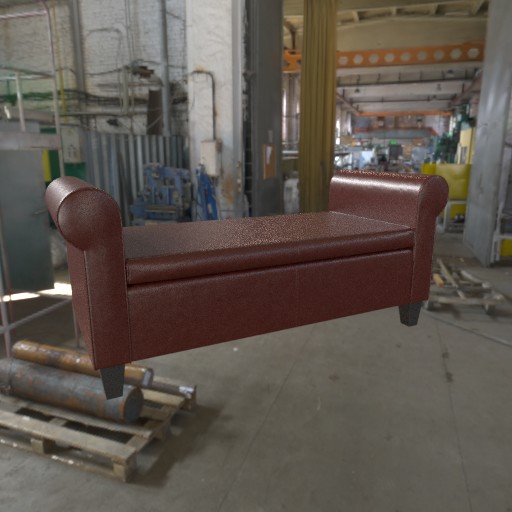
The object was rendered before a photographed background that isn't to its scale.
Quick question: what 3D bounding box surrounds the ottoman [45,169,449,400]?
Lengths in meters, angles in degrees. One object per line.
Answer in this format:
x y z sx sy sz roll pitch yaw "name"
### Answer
0.000 0.000 1.525 1.256 0.547 0.521 -7 15 -26 "ottoman"
